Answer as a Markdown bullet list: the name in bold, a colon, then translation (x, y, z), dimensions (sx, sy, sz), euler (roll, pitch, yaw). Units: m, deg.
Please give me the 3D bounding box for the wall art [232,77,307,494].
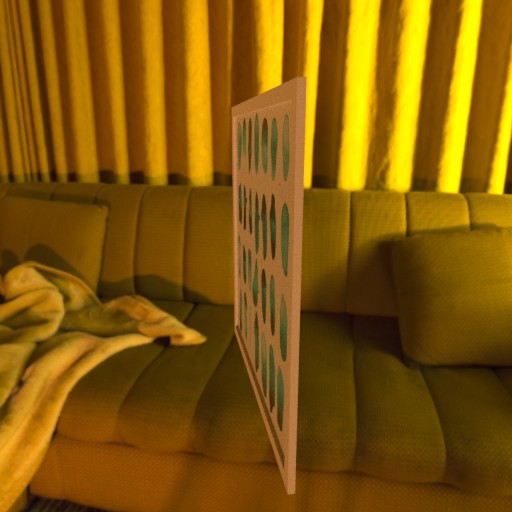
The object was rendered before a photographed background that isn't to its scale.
- **wall art**: translation (0.000, 0.000, 0.676), dimensions (0.009, 0.457, 0.456), euler (-3, 15, -10)
